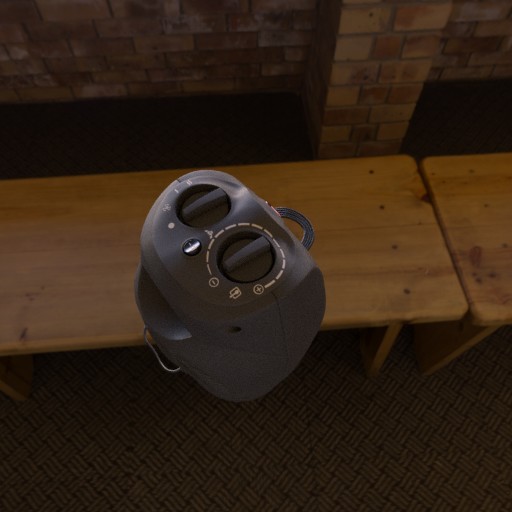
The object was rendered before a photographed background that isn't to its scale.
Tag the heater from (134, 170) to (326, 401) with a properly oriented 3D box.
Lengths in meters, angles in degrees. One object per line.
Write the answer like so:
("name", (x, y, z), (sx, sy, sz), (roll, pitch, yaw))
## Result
("heater", (0.000, 0.000, 0.488), (0.291, 0.255, 0.239), (-32, 64, -18))
